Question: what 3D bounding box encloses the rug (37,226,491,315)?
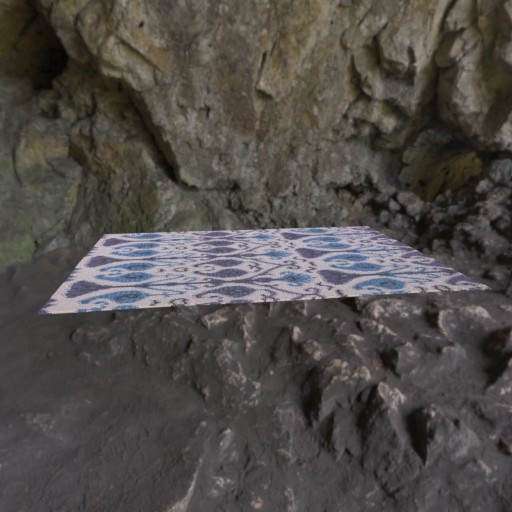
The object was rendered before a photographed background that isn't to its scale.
[{"bbox_3d":[0.000,0.000,2.961,2.261,0.013,1.676,-2,15,-8],"label":"rug"}]
